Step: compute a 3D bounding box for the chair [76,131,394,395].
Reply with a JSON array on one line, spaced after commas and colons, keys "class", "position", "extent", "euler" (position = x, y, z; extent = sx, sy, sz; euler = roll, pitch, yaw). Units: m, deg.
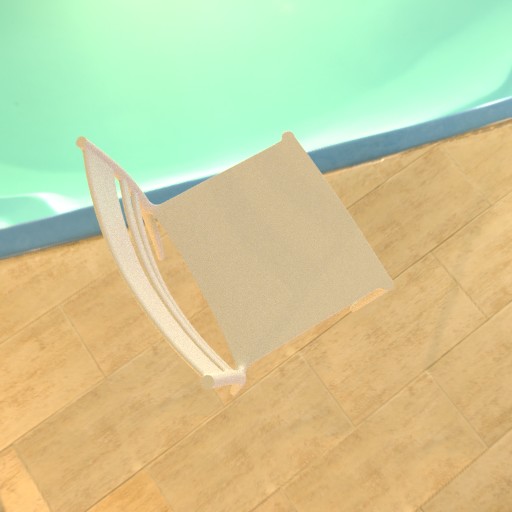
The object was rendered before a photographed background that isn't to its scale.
[{"class": "chair", "position": [0.000, 0.000, 1.107], "extent": [0.511, 0.800, 0.531], "euler": [-29, 76, -8]}]
